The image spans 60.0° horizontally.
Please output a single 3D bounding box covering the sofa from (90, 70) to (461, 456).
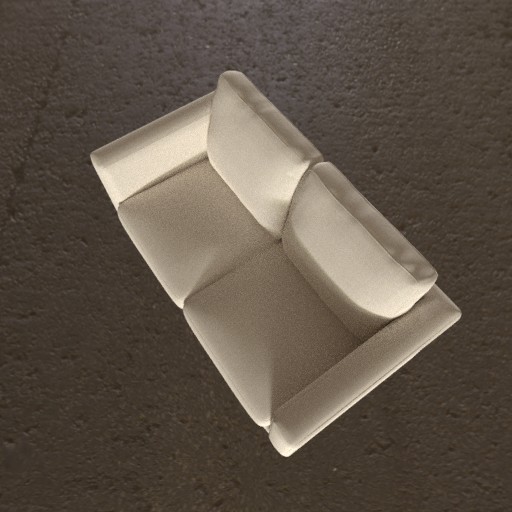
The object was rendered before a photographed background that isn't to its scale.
[{"bbox_3d":[0.000,0.000,1.925,0.796,0.908,1.430,-32,68,-15],"label":"sofa"}]
